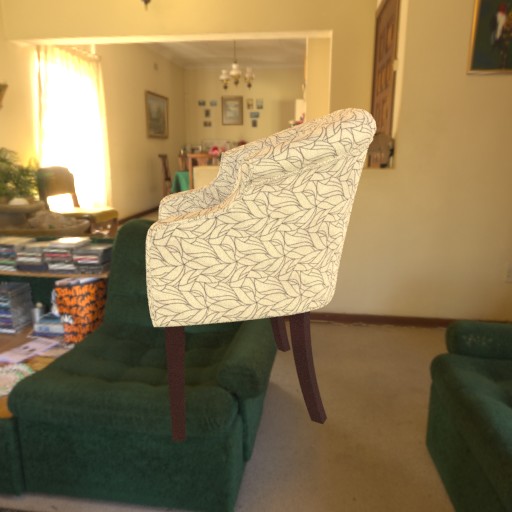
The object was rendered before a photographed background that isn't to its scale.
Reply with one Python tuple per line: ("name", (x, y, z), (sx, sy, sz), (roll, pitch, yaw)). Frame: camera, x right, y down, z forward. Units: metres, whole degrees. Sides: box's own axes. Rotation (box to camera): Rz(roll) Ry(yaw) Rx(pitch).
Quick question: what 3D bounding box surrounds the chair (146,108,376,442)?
("chair", (0.000, 0.000, 1.351), (0.613, 0.858, 0.686), (-2, 14, -9))
